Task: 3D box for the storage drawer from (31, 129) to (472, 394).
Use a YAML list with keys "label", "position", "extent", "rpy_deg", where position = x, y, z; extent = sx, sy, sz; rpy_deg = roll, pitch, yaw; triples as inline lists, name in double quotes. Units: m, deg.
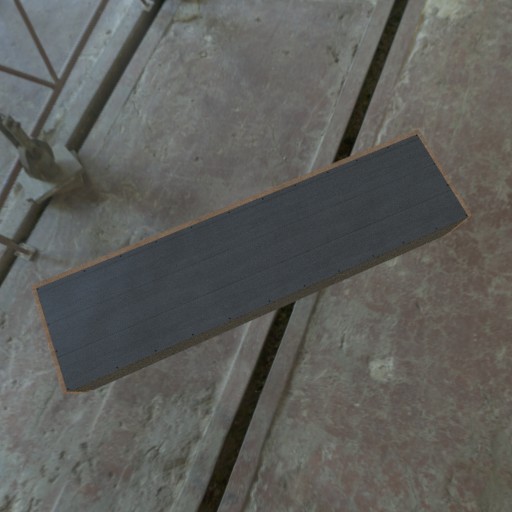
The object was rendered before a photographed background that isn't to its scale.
- label: "storage drawer"
  position: [0.000, 0.000, 2.205]
  extent: [2.032, 0.264, 0.538]
  rpy_deg: [-23, 74, -7]
